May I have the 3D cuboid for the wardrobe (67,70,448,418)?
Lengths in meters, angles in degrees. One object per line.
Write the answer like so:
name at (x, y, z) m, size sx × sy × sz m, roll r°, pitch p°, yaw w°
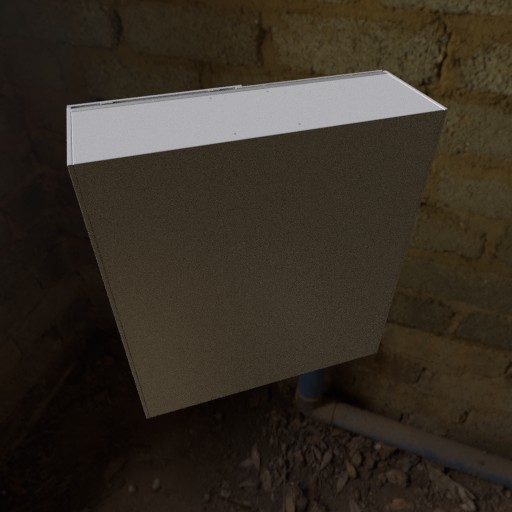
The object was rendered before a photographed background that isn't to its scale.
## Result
wardrobe at (0.000, 0.000, 2.831) m, size 1.780 × 1.960 × 0.629 m, roll -12°, pitch 42°, yaw -14°
